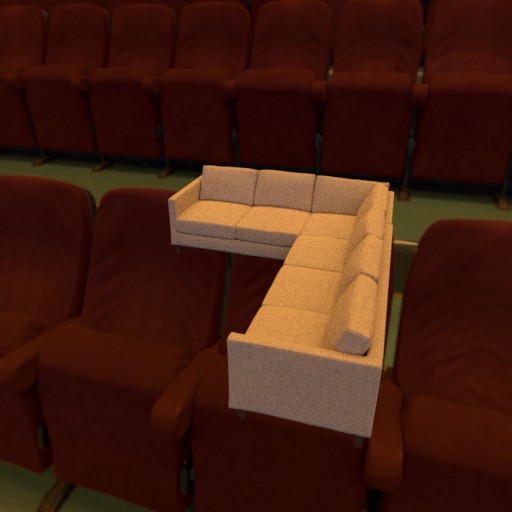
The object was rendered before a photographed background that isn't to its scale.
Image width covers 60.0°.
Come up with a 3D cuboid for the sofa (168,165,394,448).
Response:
[{"bbox_3d":[0.000,0.000,4.228,2.432,0.863,3.182,8,28,15],"label":"sofa"}]
